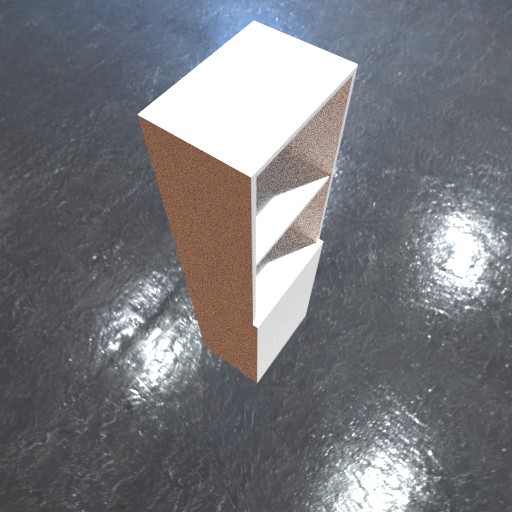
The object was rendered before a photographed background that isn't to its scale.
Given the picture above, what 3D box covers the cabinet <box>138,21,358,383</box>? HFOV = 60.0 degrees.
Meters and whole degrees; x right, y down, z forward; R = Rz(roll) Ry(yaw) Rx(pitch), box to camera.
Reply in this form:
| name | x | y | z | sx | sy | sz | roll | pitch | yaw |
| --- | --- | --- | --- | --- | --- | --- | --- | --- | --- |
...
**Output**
| name | x | y | z | sx | sy | sz | roll | pitch | yaw |
| --- | --- | --- | --- | --- | --- | --- | --- | --- | --- |
| cabinet | 0.000 | 0.000 | 1.509 | 0.300 | 1.350 | 0.400 | 32 | 64 | 18 |
